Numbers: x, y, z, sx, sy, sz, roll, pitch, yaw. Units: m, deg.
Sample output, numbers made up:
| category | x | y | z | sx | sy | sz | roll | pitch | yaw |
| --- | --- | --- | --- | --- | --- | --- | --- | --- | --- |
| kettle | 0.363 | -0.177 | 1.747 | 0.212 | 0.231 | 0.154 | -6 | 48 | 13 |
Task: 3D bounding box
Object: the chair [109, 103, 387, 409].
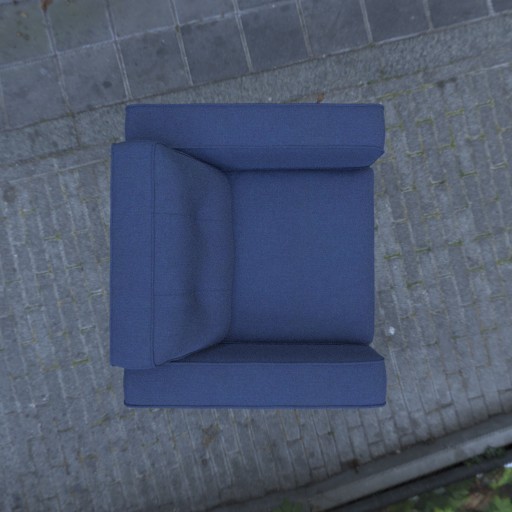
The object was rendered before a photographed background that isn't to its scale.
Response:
| category | x | y | z | sx | sy | sz | roll | pitch | yaw |
| --- | --- | --- | --- | --- | --- | --- | --- | --- | --- |
| chair | 0.000 | 0.000 | 1.753 | 0.953 | 0.783 | 1.118 | 0 | 89 | 0 |
